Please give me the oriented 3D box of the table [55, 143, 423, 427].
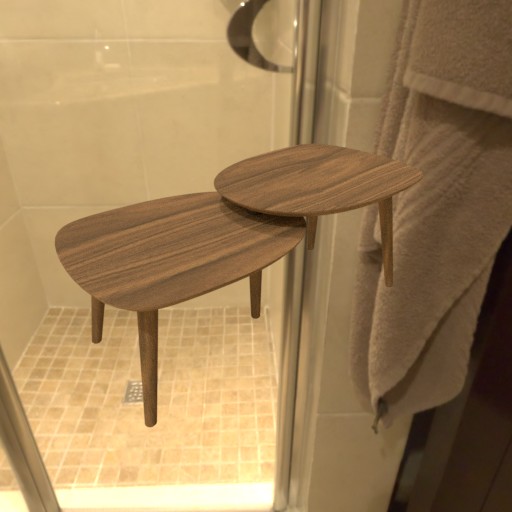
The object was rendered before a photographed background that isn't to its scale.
[{"bbox_3d":[0.000,0.000,1.357,1.084,0.429,0.527,-22,36,-33],"label":"table"}]
